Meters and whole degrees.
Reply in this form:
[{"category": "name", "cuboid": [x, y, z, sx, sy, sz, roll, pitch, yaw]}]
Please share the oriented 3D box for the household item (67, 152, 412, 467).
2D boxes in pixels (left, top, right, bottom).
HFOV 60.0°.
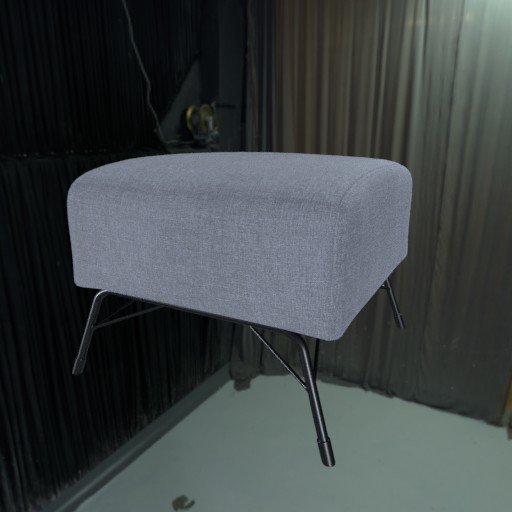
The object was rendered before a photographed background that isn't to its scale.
[{"category": "household item", "cuboid": [0.000, 0.000, 0.903, 0.530, 0.410, 0.530, 8, 18, 27]}]
